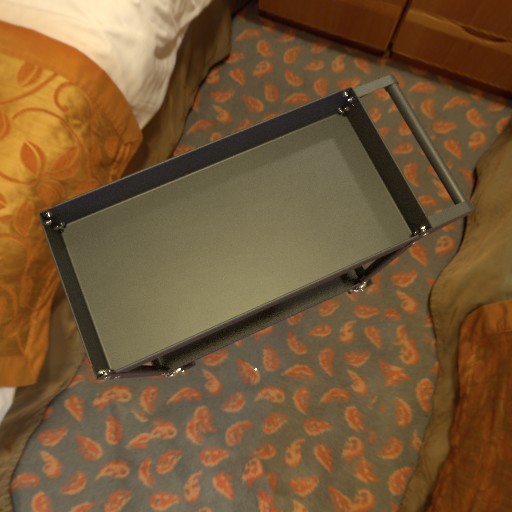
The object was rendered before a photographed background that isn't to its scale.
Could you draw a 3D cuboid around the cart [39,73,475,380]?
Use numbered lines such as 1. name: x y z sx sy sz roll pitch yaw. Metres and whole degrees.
1. cart: 0.000 0.000 1.185 0.779 0.719 0.366 -24 77 -6
